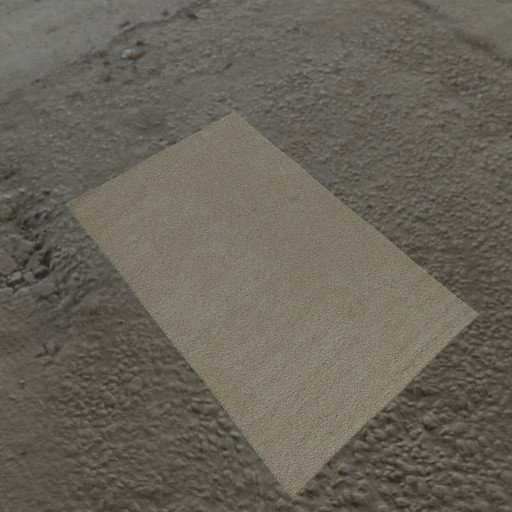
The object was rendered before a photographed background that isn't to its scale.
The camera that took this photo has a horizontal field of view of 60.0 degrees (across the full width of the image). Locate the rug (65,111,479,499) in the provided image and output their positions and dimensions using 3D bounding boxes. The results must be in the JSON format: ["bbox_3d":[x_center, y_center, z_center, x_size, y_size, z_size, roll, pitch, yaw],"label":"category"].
[{"bbox_3d":[0.000,0.000,2.864,1.500,0.025,2.346,-35,64,-20],"label":"rug"}]
